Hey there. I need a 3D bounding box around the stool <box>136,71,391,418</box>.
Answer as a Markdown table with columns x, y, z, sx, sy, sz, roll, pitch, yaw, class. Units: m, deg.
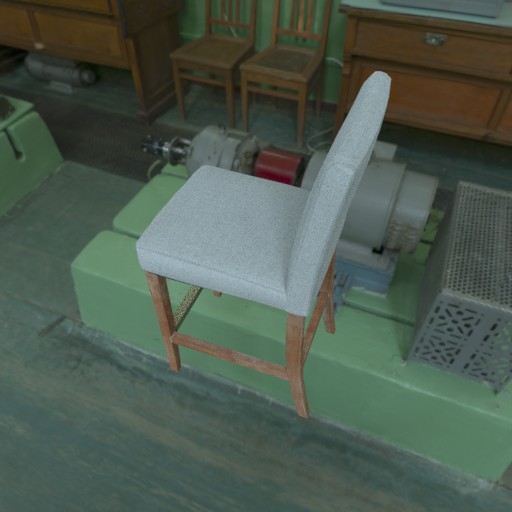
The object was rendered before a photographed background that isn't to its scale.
| x | y | z | sx | sy | sz | roll | pitch | yaw | class |
| --- | --- | --- | --- | --- | --- | --- | --- | --- | --- |
| 0.000 | 0.000 | 1.393 | 0.570 | 1.088 | 0.439 | 16 | 49 | 14 | stool |
